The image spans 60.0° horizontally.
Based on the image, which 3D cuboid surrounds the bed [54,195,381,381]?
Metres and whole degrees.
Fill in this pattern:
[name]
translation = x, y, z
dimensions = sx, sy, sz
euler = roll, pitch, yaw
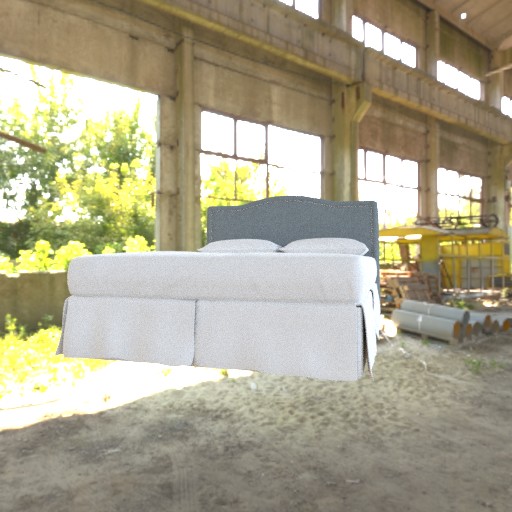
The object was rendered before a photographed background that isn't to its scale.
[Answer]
[bed]
translation = 0.000, 0.000, 4.023
dimensions = 2.161, 1.457, 2.689
euler = 0, -1, 17
